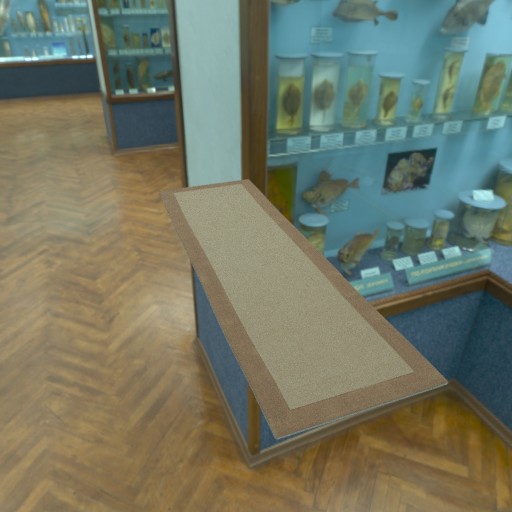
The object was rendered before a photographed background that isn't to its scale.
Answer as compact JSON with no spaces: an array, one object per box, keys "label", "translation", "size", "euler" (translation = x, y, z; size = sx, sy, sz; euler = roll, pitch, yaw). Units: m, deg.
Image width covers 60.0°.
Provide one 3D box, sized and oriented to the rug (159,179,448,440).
[{"label":"rug","translation":[0.000,0.000,2.654],"size":[0.767,0.012,2.430],"euler":[-11,32,-17]}]
